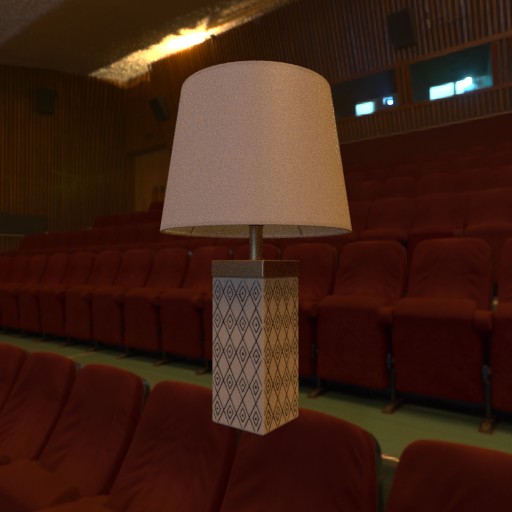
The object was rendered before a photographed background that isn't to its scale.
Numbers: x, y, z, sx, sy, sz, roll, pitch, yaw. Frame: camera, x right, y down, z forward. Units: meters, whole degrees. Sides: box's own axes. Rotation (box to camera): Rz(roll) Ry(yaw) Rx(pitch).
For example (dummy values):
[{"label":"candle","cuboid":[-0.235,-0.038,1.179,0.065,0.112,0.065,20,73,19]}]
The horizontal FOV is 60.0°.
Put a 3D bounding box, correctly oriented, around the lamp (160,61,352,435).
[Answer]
[{"label":"lamp","cuboid":[0.000,0.000,0.593,0.251,0.435,0.251,0,-1,0]}]
